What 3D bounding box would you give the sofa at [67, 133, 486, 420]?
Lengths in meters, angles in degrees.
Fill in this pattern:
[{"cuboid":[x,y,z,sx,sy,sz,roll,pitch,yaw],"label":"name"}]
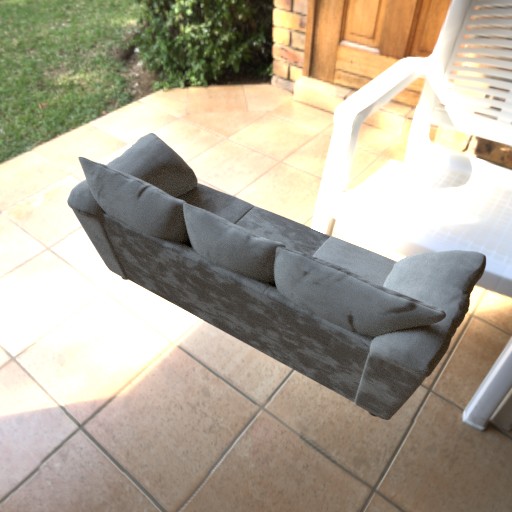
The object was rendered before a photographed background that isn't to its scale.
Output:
[{"cuboid":[0.000,0.000,2.723,2.377,0.981,0.893,24,50,22],"label":"sofa"}]
